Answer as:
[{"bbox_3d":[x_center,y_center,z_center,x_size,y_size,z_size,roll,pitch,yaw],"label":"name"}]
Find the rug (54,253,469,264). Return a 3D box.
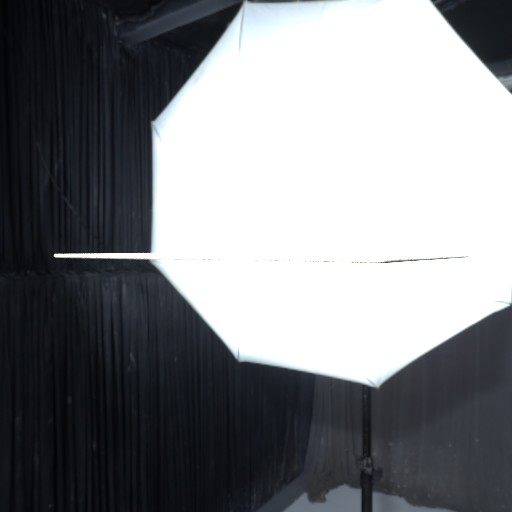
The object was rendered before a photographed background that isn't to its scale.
[{"bbox_3d":[0.000,0.000,3.431,2.698,0.025,1.798,1,1,37],"label":"rug"}]
